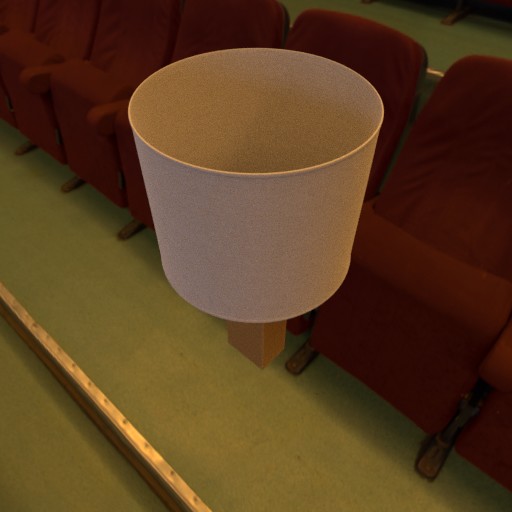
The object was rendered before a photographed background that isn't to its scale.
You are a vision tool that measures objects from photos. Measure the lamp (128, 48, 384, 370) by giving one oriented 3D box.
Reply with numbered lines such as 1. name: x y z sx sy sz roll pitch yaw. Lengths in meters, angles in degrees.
1. lamp: 0.000 0.000 0.555 0.229 0.417 0.229 33 55 27
